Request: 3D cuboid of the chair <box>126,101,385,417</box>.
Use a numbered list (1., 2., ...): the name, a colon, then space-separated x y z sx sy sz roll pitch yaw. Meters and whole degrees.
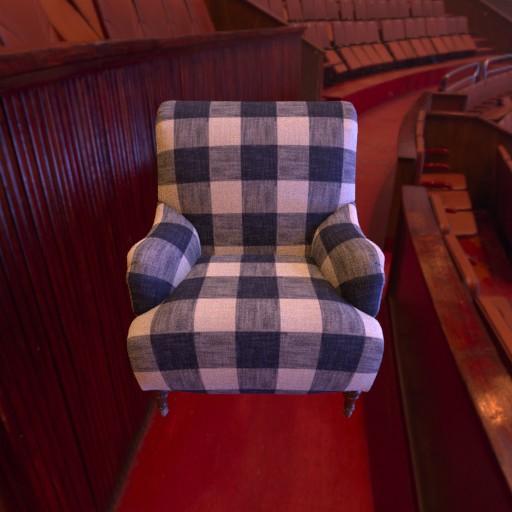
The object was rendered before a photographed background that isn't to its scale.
1. chair: 0.000 0.000 1.589 0.781 0.953 0.848 0 29 0
